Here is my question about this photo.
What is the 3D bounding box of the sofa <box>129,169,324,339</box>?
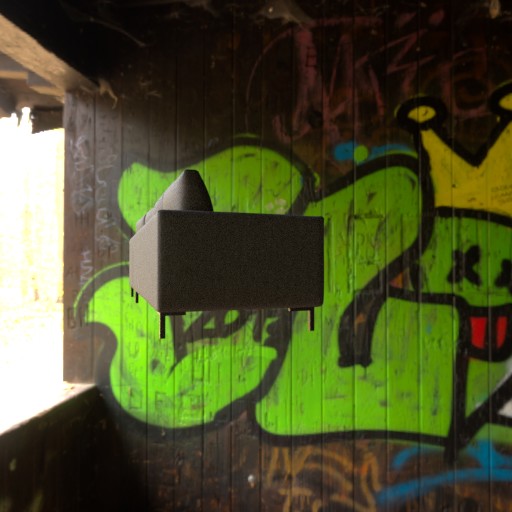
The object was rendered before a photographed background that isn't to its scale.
[{"bbox_3d":[0.000,0.000,3.822,1.984,0.858,2.972,0,-1,-19],"label":"sofa"}]
